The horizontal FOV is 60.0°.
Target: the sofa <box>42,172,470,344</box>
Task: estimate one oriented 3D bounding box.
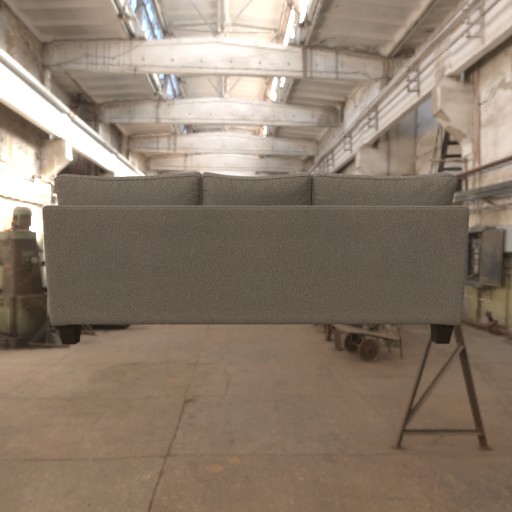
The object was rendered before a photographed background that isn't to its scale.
[{"bbox_3d":[0.000,0.000,2.867,2.323,0.991,1.016,0,1,0],"label":"sofa"}]
